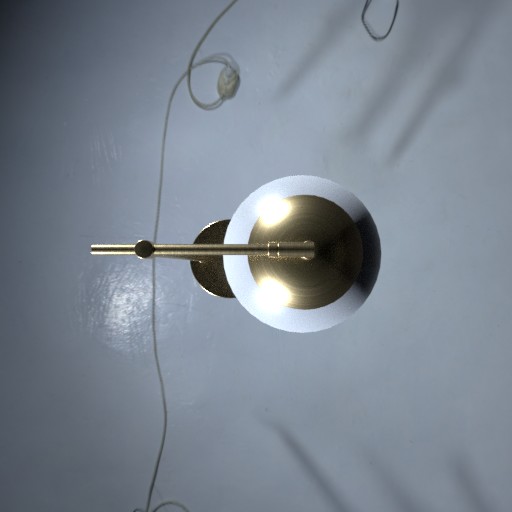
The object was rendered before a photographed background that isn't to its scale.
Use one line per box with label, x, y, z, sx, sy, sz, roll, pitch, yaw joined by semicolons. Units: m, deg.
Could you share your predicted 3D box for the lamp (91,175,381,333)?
lamp;0.000;0.000;0.705;0.324;0.559;0.207;0;89;0
